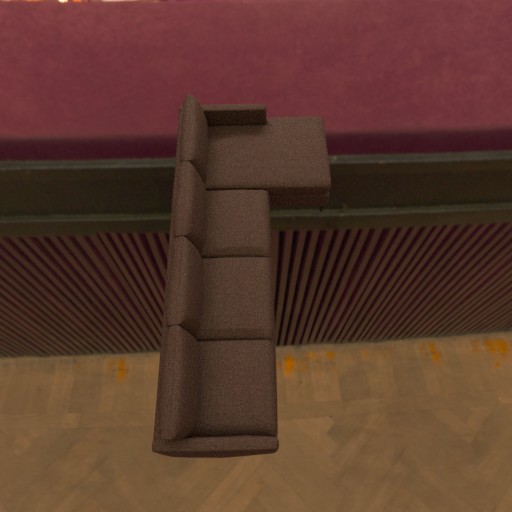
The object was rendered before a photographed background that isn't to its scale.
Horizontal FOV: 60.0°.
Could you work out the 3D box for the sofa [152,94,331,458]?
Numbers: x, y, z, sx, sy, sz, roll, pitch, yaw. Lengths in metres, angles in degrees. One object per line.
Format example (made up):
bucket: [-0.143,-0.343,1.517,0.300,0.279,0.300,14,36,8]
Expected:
sofa: [0.000,0.000,3.899,1.483,0.892,3.221,-1,64,0]
